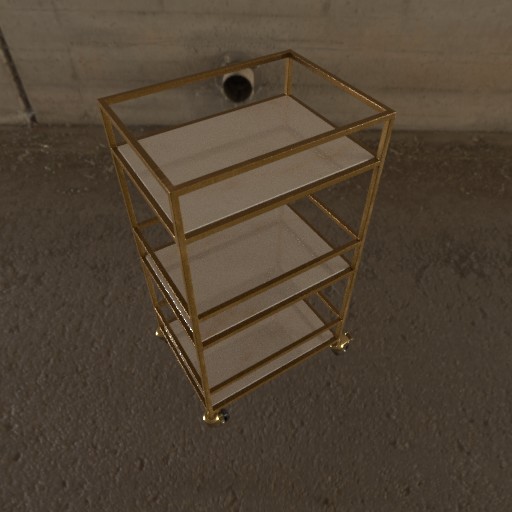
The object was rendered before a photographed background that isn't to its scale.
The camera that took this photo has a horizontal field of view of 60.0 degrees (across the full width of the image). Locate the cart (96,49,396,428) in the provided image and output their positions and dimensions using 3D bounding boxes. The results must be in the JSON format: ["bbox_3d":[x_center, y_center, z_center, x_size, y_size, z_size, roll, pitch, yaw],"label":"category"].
[{"bbox_3d":[0.000,0.000,1.028,0.483,0.761,0.332,-24,51,-21],"label":"cart"}]
